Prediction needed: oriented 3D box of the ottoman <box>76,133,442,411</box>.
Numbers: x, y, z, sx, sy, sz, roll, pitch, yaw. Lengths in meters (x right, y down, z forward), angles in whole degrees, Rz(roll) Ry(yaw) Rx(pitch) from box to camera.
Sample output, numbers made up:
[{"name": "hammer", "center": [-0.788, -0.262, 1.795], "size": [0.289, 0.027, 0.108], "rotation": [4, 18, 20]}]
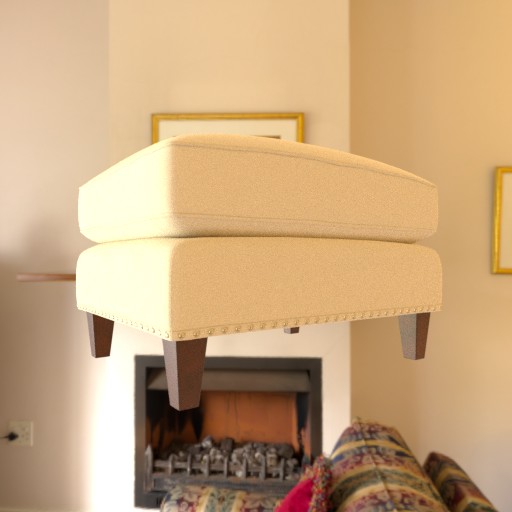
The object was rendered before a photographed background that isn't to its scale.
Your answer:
[{"name": "ottoman", "center": [0.000, 0.000, 1.125], "size": [0.741, 0.513, 0.584], "rotation": [0, -1, -35]}]
